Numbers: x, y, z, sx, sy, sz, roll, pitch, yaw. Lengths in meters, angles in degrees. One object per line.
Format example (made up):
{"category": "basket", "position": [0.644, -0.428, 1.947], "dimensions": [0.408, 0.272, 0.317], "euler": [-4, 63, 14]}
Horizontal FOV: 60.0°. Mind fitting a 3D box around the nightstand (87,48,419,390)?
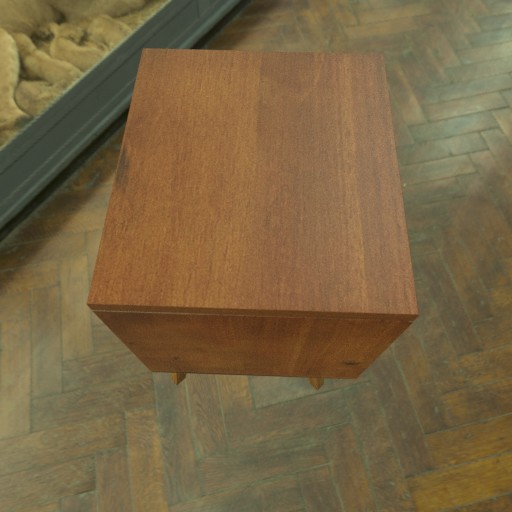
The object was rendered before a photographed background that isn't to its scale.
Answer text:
{"category": "nightstand", "position": [0.000, 0.000, 0.916], "dimensions": [0.411, 0.618, 0.460], "euler": [2, 63, 1]}
